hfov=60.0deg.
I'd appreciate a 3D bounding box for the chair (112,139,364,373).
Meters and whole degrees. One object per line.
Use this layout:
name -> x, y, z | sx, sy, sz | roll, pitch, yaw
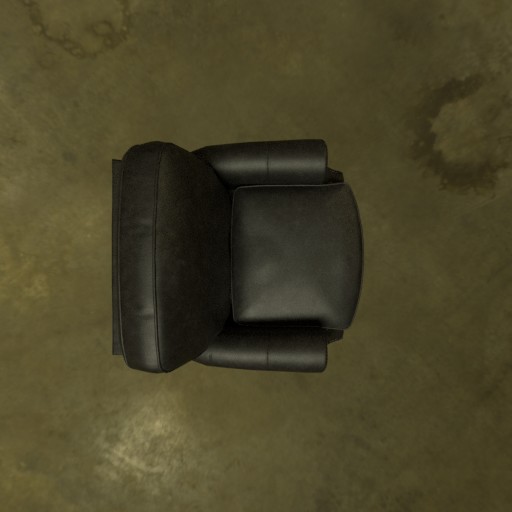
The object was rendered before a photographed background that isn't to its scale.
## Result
chair -> 0.000, 0.000, 1.840 | 0.986, 1.018, 0.936 | 0, 90, -1
